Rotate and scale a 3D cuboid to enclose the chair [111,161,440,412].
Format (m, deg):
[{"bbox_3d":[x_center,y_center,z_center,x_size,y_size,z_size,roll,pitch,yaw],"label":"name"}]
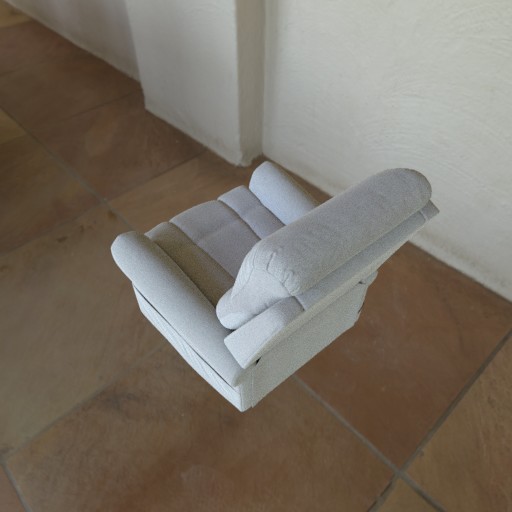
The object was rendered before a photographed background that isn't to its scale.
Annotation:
[{"bbox_3d":[0.000,0.000,1.745,0.871,1.031,0.979,-32,55,-26],"label":"chair"}]
